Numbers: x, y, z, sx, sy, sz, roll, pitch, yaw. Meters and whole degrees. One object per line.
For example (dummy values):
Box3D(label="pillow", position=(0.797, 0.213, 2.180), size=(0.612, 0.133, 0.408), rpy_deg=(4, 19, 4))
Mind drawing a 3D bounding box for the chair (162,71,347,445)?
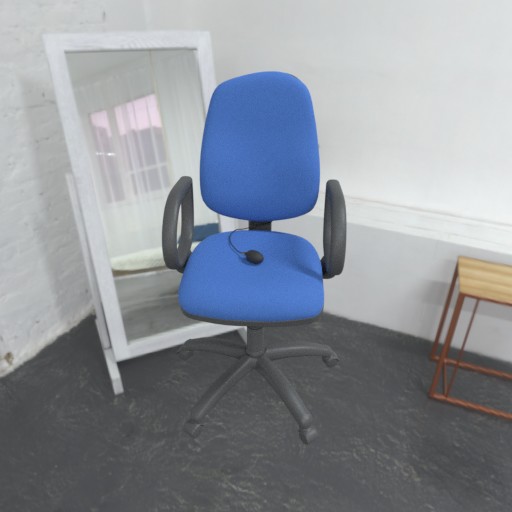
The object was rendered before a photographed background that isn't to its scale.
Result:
Box3D(label="chair", position=(0.000, 0.000, 1.243), size=(0.552, 0.905, 0.549), rpy_deg=(2, 30, 3))
